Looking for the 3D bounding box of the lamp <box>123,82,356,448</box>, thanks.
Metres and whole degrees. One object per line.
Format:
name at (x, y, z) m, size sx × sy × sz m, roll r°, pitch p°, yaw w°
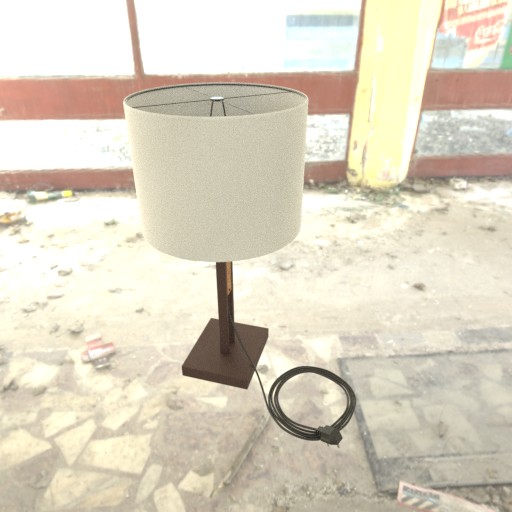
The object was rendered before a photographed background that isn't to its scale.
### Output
lamp at (0.000, 0.000, 0.994) m, size 0.525 × 0.668 × 0.396 m, roll 8°, pitch 31°, yaw 14°
